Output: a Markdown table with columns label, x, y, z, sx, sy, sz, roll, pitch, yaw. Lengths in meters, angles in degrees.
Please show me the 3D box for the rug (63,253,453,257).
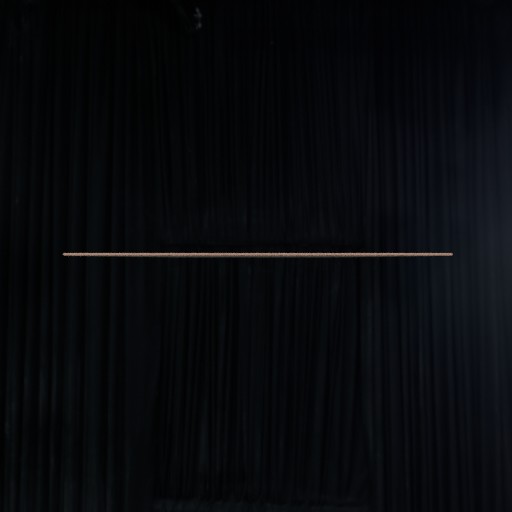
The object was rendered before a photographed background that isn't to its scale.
| label | x | y | z | sx | sy | sz | roll | pitch | yaw |
| --- | --- | --- | --- | --- | --- | --- | --- | --- | --- |
| rug | 0.000 | 0.000 | 2.295 | 1.219 | 0.008 | 1.829 | 0 | 0 | 0 |
